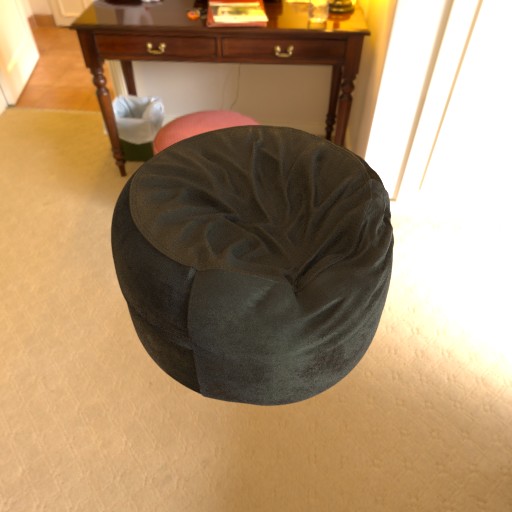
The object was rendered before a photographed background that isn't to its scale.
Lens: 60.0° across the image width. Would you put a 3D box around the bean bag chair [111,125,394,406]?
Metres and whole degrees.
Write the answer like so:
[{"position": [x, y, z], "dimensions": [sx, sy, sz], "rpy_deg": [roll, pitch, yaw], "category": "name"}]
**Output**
[{"position": [0.000, 0.000, 1.532], "dimensions": [0.918, 0.605, 0.918], "rpy_deg": [0, 46, 0], "category": "bean bag chair"}]
